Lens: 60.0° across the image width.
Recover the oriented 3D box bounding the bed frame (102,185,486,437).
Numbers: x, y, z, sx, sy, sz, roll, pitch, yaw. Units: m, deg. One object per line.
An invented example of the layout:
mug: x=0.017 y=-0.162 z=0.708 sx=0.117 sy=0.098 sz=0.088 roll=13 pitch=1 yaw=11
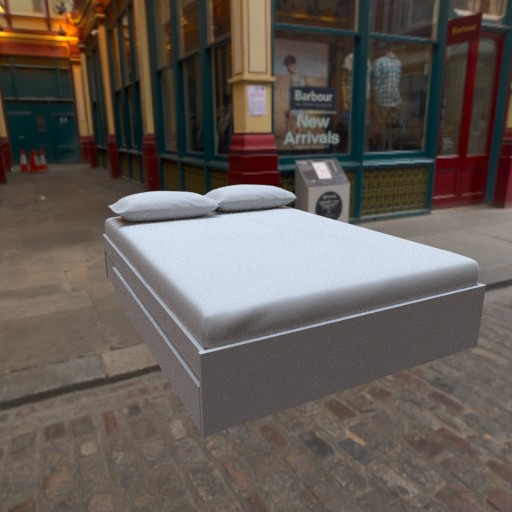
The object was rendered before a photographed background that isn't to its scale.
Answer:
bed frame: x=0.000 y=0.000 z=2.612 sx=1.450 sy=0.629 sz=1.950 roll=-8 pitch=18 yaw=-27
